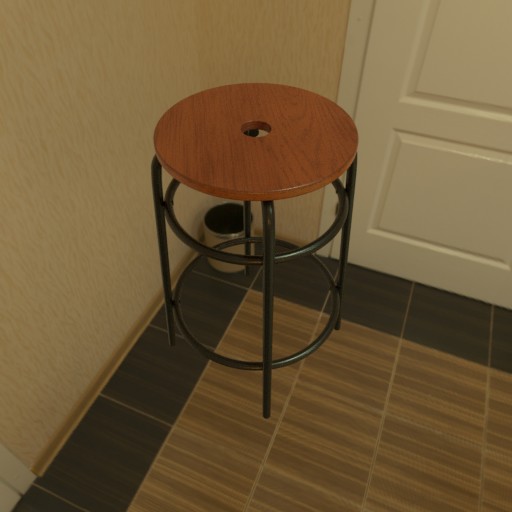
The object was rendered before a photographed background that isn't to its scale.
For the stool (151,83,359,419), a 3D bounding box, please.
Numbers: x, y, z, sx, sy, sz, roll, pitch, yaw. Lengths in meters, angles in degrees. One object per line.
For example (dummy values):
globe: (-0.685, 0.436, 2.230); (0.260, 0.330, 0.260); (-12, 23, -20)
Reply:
stool: (0.000, 0.000, 0.951); (0.455, 0.610, 0.455); (-5, 47, -4)
